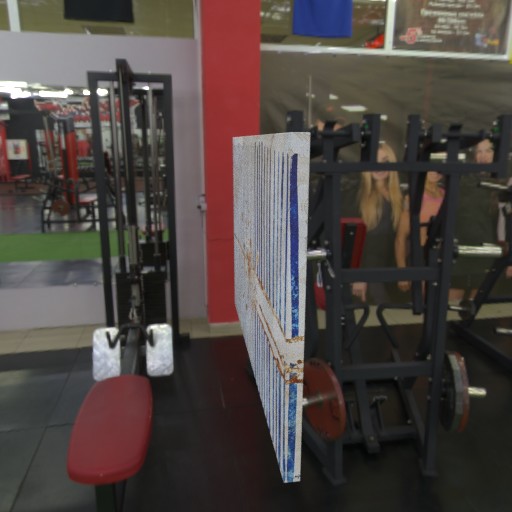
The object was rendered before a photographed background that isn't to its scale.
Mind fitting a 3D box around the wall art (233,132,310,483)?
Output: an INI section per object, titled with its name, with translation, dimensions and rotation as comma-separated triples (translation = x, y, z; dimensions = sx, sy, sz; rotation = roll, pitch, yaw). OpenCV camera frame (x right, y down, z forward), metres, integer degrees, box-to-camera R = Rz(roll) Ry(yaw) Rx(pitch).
[wall art]
translation = 0.000, 0.000, 1.449
dimensions = 0.038, 0.757, 1.143
rotation = -2, 15, -8
